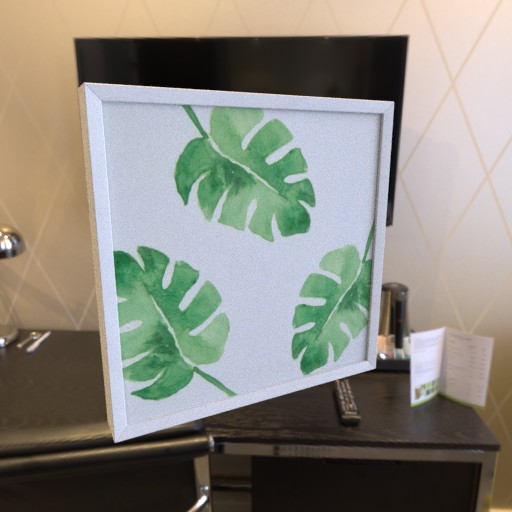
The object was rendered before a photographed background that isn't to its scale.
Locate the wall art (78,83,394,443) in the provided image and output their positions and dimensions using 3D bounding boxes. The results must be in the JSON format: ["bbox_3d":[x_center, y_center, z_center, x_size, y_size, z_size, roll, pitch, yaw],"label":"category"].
[{"bbox_3d":[0.000,0.000,0.446,0.305,0.305,0.038,-7,15,-26],"label":"wall art"}]
